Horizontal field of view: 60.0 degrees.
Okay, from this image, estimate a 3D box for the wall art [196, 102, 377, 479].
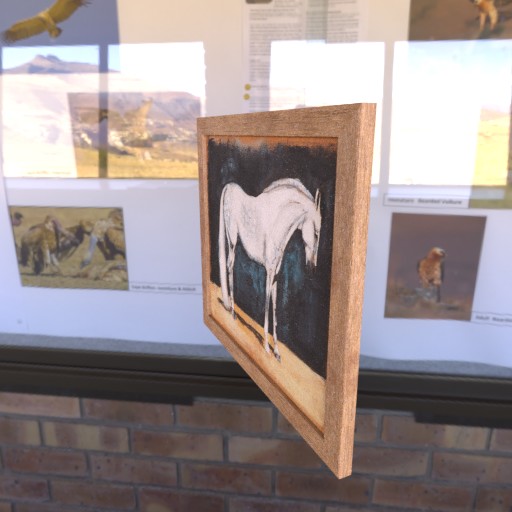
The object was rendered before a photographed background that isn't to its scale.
[{"bbox_3d":[0.000,0.000,0.956,0.026,0.588,0.690,-7,17,-24],"label":"wall art"}]
